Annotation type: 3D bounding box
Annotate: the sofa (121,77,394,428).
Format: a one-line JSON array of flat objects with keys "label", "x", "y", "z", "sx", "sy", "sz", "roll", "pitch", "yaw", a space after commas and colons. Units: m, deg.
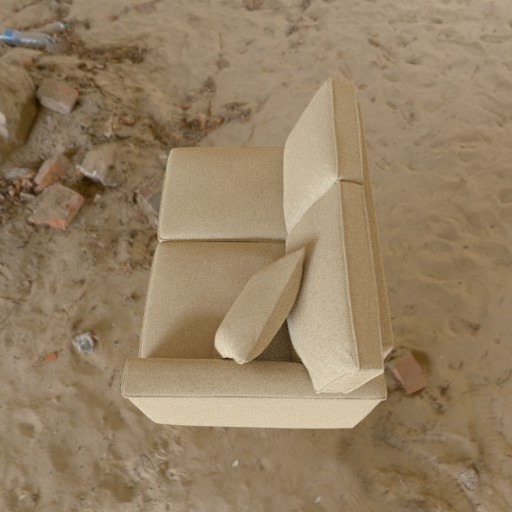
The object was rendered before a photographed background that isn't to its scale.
[{"label": "sofa", "x": 0.000, "y": 0.000, "z": 2.082, "sx": 0.991, "sy": 0.989, "sz": 1.388, "roll": 1, "pitch": 60, "yaw": 1}]
